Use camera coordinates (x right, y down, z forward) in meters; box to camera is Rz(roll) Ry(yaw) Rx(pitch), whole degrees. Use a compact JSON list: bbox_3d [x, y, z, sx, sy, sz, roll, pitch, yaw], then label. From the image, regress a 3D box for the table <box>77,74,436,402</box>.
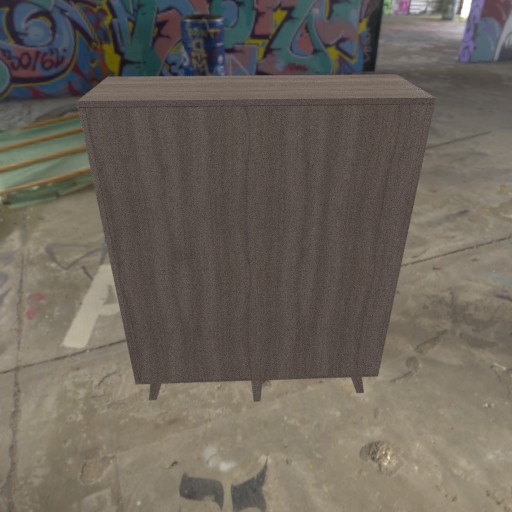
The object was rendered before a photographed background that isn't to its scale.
[{"bbox_3d":[0.000,0.000,1.904,1.111,1.388,0.398,-1,32,-2],"label":"table"}]
